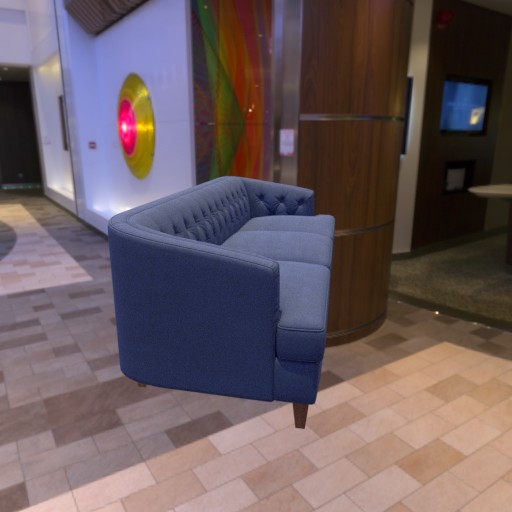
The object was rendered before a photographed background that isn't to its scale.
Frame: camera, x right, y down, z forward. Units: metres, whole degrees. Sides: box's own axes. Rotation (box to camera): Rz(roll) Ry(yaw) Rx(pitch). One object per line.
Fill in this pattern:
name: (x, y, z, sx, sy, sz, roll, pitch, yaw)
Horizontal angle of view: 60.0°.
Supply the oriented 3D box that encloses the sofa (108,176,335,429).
sofa: (0.000, 0.000, 2.701, 0.914, 0.787, 2.235, 3, 16, 10)
